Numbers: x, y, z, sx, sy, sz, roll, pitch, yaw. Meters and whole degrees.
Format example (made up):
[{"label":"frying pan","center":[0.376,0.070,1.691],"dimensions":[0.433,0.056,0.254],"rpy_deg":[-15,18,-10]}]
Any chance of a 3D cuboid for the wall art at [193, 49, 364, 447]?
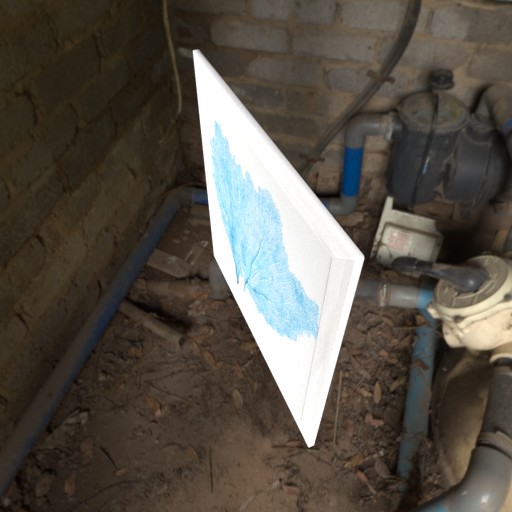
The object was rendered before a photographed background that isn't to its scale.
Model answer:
[{"label":"wall art","center":[0.000,0.000,0.883],"dimensions":[0.013,0.584,0.584],"rpy_deg":[-18,50,-15]}]
